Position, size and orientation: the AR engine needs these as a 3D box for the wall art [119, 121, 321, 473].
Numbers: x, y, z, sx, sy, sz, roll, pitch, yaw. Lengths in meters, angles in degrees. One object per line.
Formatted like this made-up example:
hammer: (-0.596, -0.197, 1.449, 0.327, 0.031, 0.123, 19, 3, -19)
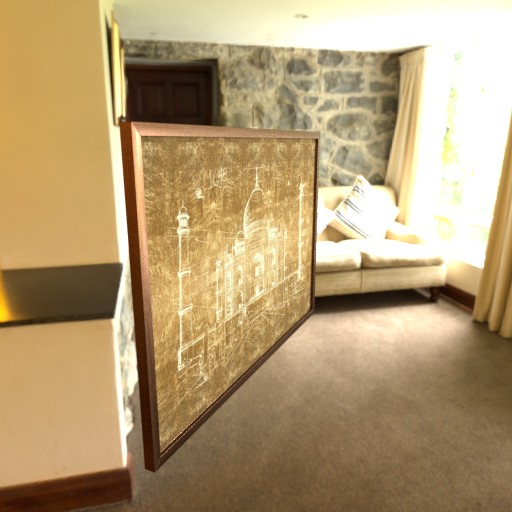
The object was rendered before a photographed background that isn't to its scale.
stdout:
wall art: (0.000, 0.000, 0.551, 0.012, 0.304, 0.431, 7, 16, 26)
